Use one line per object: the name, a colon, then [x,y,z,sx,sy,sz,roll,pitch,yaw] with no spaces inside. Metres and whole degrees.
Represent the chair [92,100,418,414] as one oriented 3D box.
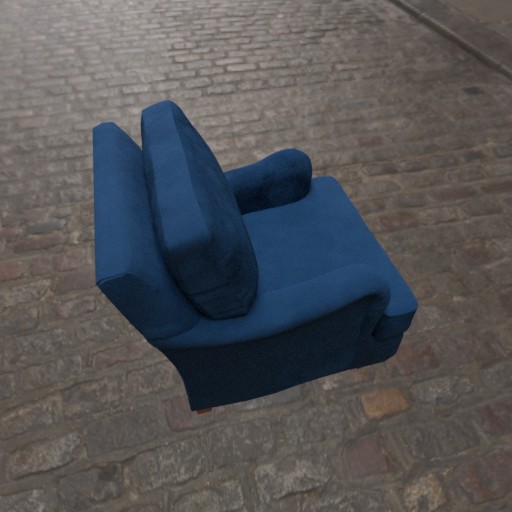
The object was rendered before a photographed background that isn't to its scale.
chair: [0.000,0.000,1.827,1.078,1.076,0.895,-11,46,-11]
